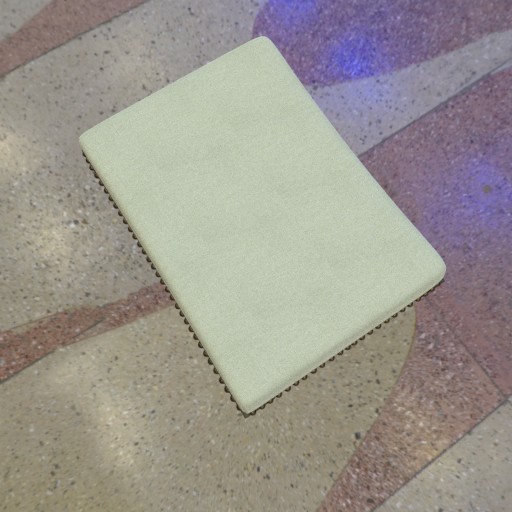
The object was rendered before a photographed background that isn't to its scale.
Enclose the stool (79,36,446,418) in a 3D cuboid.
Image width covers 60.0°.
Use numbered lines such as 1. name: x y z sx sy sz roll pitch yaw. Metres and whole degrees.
1. stool: 0.000 0.000 0.928 0.361 0.642 0.500 -32 78 -8
